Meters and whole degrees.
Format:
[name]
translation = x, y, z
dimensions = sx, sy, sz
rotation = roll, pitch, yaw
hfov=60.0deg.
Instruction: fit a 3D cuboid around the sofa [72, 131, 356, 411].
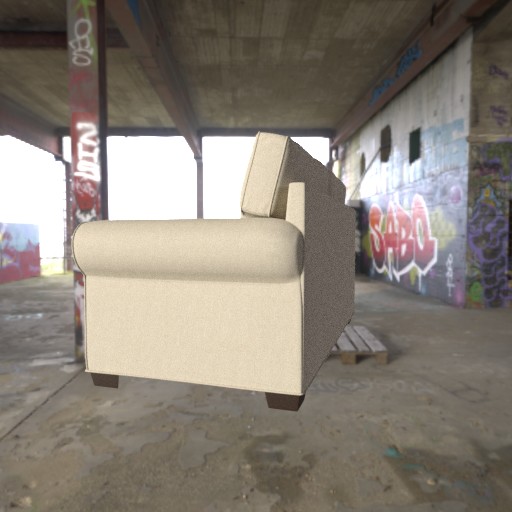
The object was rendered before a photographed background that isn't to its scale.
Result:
[sofa]
translation = 0.000, 0.000, 2.304
dimensions = 0.861, 0.933, 1.774
rotation = 1, 3, 18
